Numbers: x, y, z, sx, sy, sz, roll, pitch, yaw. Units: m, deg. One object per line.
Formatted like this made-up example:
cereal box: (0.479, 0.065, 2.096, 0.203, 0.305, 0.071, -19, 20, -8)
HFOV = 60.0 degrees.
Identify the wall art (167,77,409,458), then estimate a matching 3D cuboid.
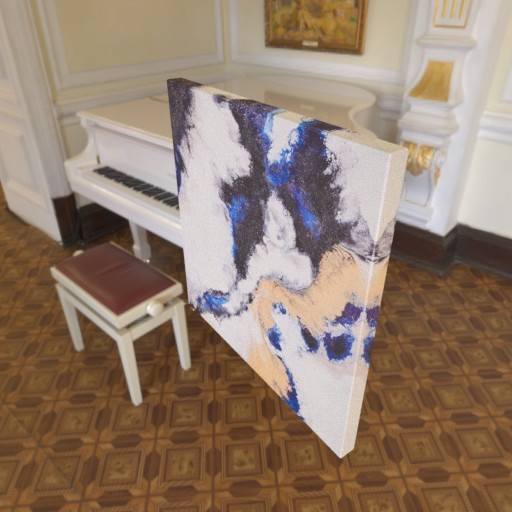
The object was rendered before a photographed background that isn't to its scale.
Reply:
wall art: (0.000, 0.000, 0.918, 0.039, 0.609, 0.609, -21, 37, -30)
